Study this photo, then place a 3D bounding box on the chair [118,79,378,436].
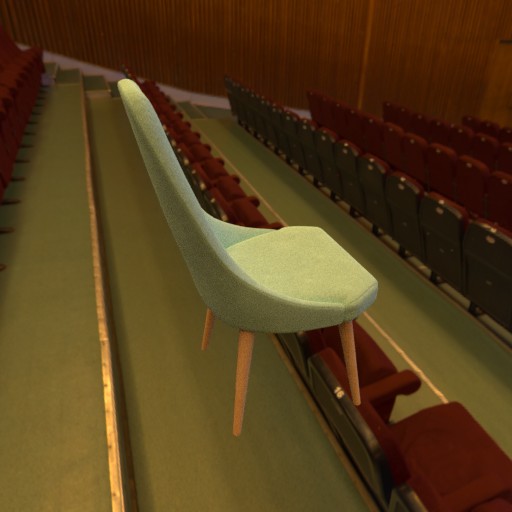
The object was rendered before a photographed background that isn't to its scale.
[{"bbox_3d":[0.000,0.000,1.368,0.660,1.040,0.510,-11,32,-17],"label":"chair"}]
